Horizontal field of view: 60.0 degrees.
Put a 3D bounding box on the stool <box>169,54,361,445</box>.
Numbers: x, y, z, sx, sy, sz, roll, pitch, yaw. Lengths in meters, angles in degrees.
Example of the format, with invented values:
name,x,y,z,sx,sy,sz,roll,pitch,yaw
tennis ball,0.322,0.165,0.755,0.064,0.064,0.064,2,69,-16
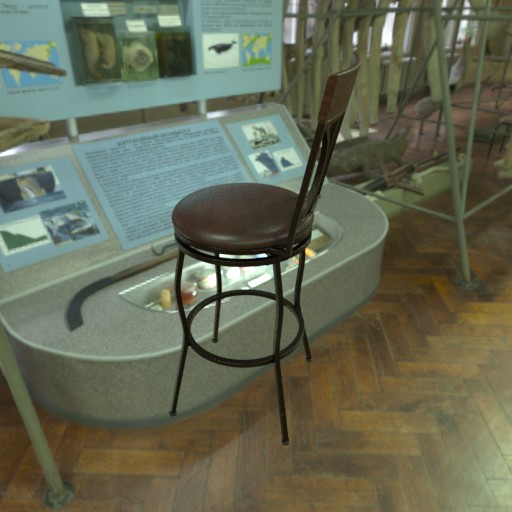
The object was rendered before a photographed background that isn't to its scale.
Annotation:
name,x,y,z,sx,sy,sz,roll,pitch,yaw
stool,0.000,0.000,1.387,0.513,1.130,0.448,8,30,15
